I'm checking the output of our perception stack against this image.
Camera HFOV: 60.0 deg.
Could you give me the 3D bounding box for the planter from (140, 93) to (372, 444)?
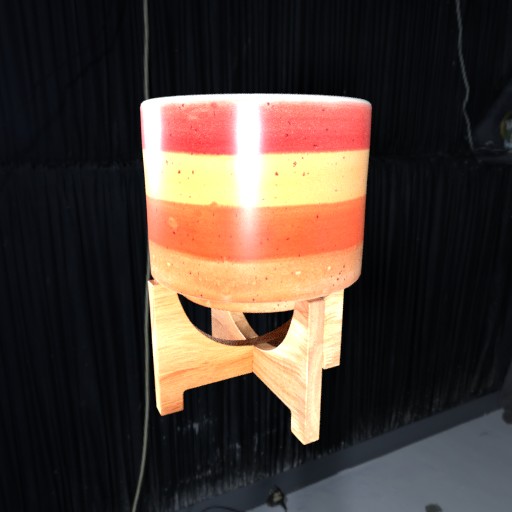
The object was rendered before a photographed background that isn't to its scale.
[{"bbox_3d":[0.000,0.000,0.411,0.199,0.268,0.199,0,15,0],"label":"planter"}]
